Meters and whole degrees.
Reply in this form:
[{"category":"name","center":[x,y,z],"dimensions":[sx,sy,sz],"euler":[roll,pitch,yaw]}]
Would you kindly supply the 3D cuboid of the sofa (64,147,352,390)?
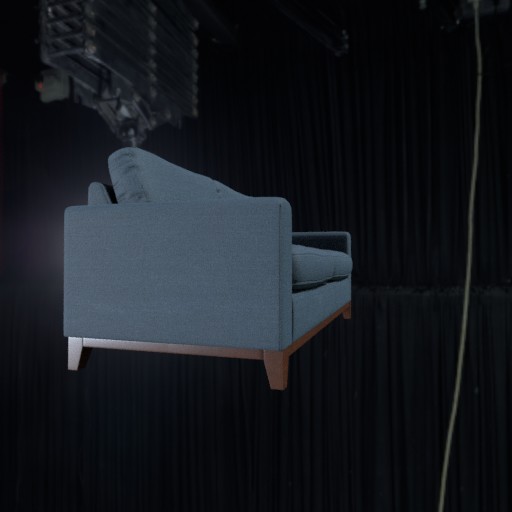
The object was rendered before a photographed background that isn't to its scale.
[{"category":"sofa","center":[0.000,0.000,2.399],"dimensions":[0.877,0.865,1.900],"euler":[0,-1,18]}]
